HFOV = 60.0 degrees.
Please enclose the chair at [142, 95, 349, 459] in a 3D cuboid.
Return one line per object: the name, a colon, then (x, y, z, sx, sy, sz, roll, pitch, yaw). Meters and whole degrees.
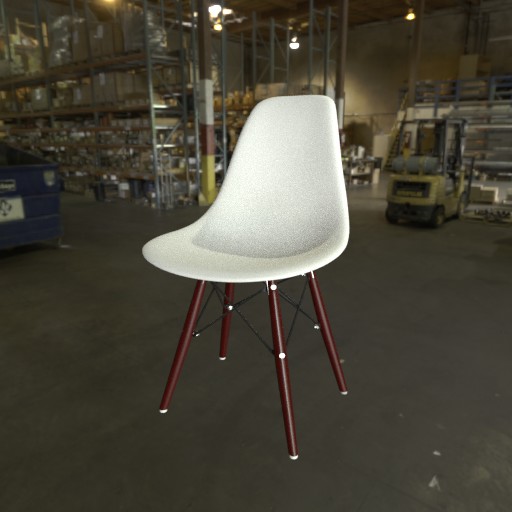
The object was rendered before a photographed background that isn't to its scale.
chair: (0.000, 0.000, 1.150, 0.470, 0.826, 0.533, 8, 17, 26)
